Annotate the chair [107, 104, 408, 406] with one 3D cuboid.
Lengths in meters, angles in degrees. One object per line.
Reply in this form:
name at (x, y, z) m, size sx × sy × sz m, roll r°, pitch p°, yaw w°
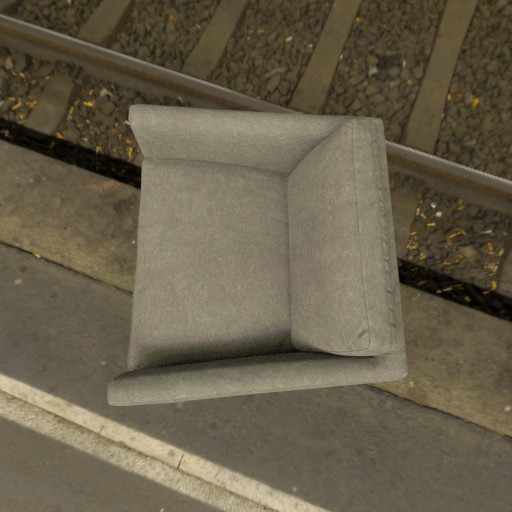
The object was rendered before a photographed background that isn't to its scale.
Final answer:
chair at (0.000, 0.000, 1.915) m, size 1.091 × 0.845 × 1.190 m, roll -1°, pitch 74°, yaw 0°
